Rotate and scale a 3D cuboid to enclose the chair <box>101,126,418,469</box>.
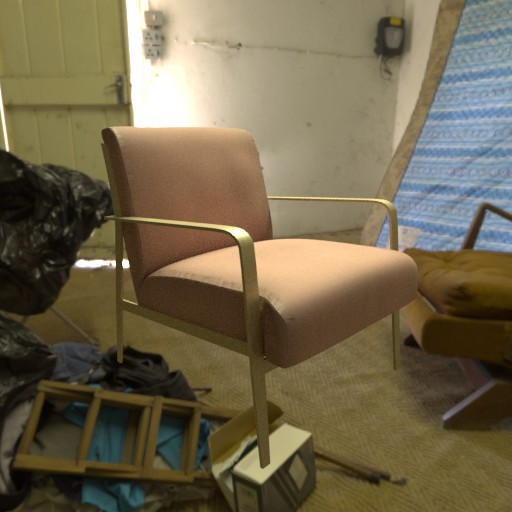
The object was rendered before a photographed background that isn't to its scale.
[{"bbox_3d":[0.000,0.000,1.453,0.848,0.823,0.701,14,21,43],"label":"chair"}]
